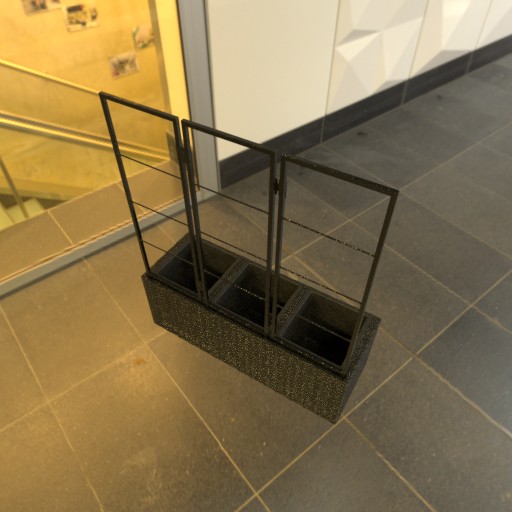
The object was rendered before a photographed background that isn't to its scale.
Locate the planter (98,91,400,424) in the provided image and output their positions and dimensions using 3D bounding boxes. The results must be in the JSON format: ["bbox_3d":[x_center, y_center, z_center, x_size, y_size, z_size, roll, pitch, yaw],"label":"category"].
[{"bbox_3d":[0.000,0.000,1.198,0.698,0.841,0.244,24,50,21],"label":"planter"}]
